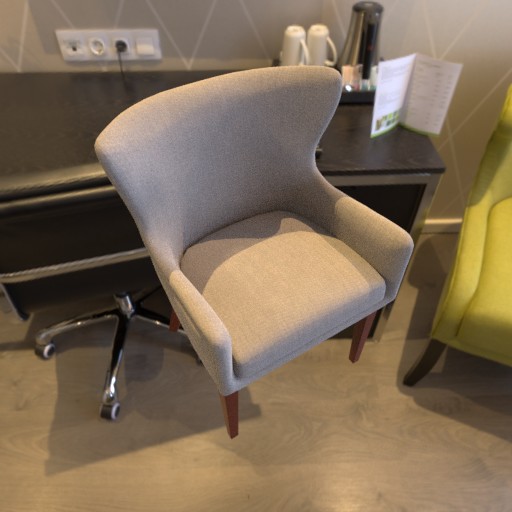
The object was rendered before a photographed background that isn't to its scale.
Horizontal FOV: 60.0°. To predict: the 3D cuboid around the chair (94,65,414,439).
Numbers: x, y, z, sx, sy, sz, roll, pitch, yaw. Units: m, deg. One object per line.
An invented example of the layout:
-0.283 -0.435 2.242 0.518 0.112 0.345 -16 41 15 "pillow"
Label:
0.000 0.000 1.422 0.732 0.948 0.677 -25 51 -21 "chair"
